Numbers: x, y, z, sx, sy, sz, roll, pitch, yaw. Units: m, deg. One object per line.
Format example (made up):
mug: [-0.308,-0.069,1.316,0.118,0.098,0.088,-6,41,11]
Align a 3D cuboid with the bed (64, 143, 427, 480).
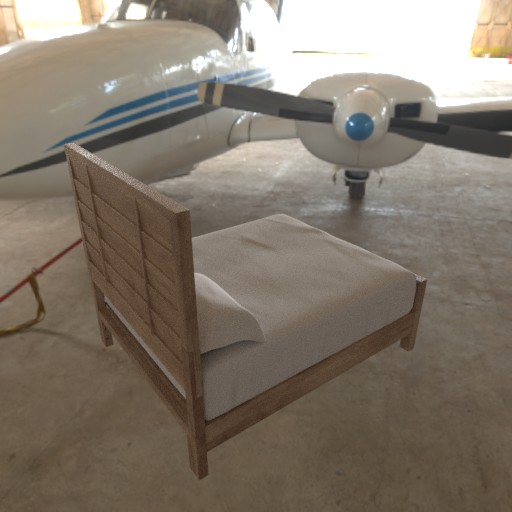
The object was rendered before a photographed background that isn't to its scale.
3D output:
bed: [0.000,0.000,3.288,2.017,1.631,1.615,-18,32,-32]
